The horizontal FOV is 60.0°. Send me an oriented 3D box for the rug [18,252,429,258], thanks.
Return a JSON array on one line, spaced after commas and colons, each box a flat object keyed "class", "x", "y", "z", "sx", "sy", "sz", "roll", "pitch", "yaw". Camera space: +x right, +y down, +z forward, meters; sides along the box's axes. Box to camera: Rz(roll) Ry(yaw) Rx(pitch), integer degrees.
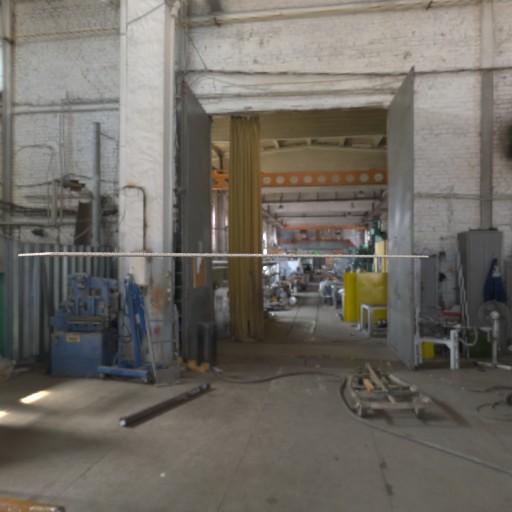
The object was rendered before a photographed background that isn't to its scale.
[{"class": "rug", "x": 0.000, "y": 0.000, "z": 1.989, "sx": 1.824, "sy": 0.009, "sz": 0.562, "roll": 0, "pitch": -1, "yaw": -36}]
